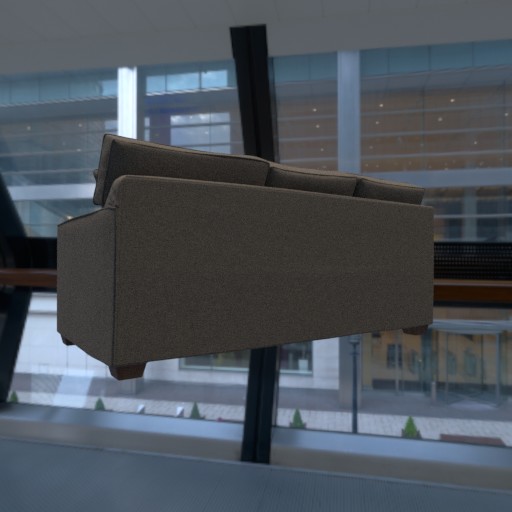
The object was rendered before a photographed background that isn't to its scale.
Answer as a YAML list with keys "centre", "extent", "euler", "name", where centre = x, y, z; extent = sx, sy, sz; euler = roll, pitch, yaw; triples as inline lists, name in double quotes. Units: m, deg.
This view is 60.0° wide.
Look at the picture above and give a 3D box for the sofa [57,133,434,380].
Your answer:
- centre: [0.000, 0.000, 2.551]
  extent: [1.963, 0.946, 1.034]
  euler: [1, -1, -35]
  name: "sofa"
